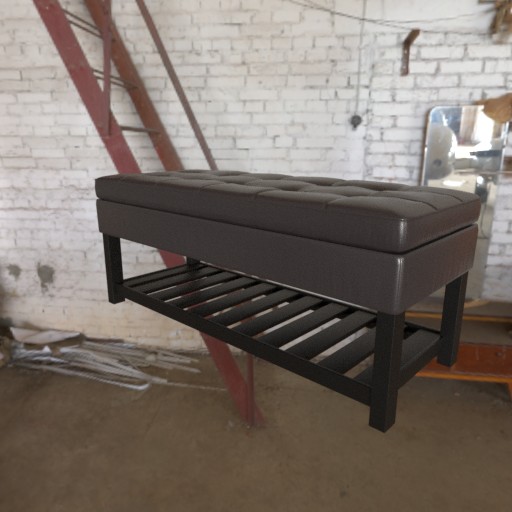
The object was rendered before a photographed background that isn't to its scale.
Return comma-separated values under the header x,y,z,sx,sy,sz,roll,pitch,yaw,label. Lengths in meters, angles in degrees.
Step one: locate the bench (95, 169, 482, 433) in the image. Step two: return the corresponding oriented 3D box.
x,y,z,sx,sy,sz,roll,pitch,yaw,label
0.000,0.000,1.325,1.105,0.460,0.432,14,20,41,bench
